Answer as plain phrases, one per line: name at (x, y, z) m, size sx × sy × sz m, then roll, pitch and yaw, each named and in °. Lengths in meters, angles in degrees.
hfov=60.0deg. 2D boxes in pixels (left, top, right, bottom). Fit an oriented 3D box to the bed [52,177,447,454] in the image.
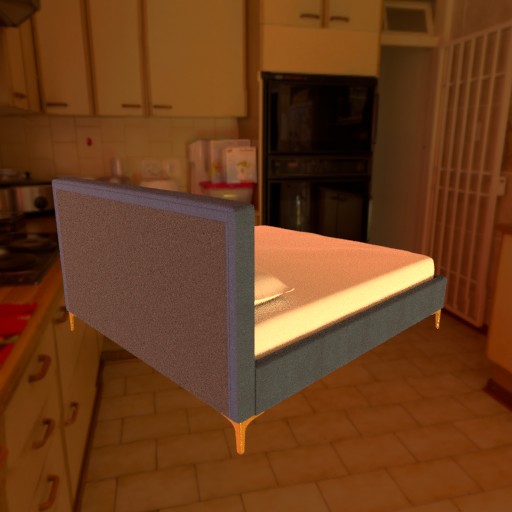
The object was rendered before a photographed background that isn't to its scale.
bed at (0.000, 0.000, 3.467) m, size 2.232 × 1.231 × 2.096 m, roll -14°, pitch 20°, yaw -42°
